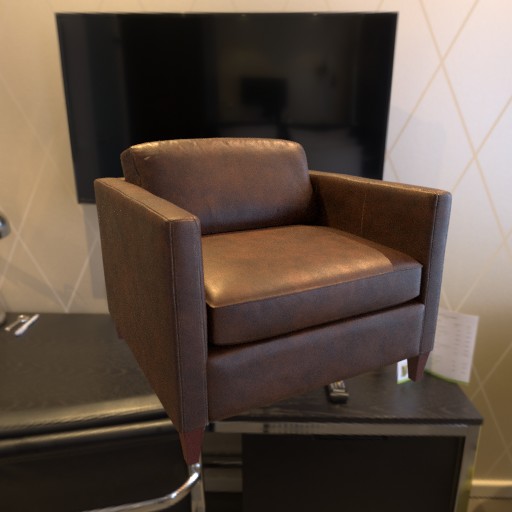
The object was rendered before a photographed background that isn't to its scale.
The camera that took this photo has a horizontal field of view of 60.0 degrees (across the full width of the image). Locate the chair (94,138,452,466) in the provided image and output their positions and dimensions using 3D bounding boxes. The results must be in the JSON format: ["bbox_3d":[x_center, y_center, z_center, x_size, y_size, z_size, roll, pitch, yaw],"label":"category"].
[{"bbox_3d":[0.000,0.000,1.699,0.990,0.864,0.975,-9,18,-27],"label":"chair"}]
